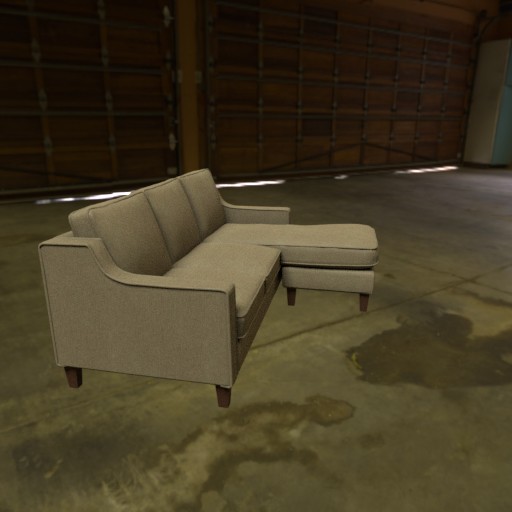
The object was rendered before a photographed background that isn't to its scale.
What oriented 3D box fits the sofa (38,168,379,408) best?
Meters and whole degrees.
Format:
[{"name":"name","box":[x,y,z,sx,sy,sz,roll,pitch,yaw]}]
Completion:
[{"name":"sofa","box":[0.000,0.000,3.321,1.858,1.081,2.317,3,17,11]}]
